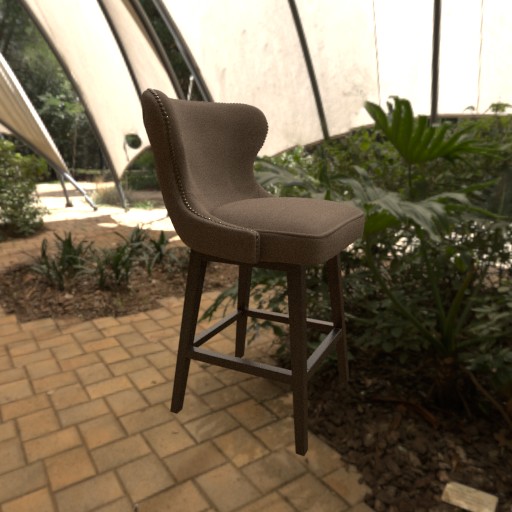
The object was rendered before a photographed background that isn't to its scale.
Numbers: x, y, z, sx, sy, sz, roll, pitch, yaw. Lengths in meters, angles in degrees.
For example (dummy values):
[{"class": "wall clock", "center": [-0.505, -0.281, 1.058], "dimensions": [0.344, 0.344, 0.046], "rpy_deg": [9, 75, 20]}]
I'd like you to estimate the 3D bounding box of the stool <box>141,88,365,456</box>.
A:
[{"class": "stool", "center": [0.000, 0.000, 1.406], "dimensions": [0.597, 0.972, 0.615], "rpy_deg": [7, 16, 26]}]
